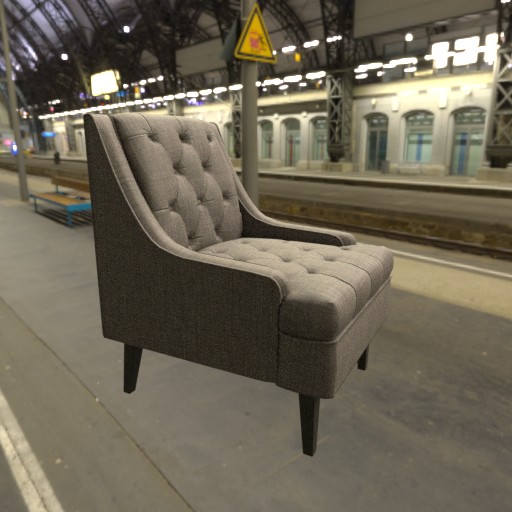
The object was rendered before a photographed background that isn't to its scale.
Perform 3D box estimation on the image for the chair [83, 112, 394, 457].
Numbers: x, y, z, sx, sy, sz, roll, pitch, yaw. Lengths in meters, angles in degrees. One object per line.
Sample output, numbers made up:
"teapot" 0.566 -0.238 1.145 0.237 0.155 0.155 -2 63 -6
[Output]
"chair" 0.000 0.000 1.433 0.771 0.891 0.655 7 16 27
